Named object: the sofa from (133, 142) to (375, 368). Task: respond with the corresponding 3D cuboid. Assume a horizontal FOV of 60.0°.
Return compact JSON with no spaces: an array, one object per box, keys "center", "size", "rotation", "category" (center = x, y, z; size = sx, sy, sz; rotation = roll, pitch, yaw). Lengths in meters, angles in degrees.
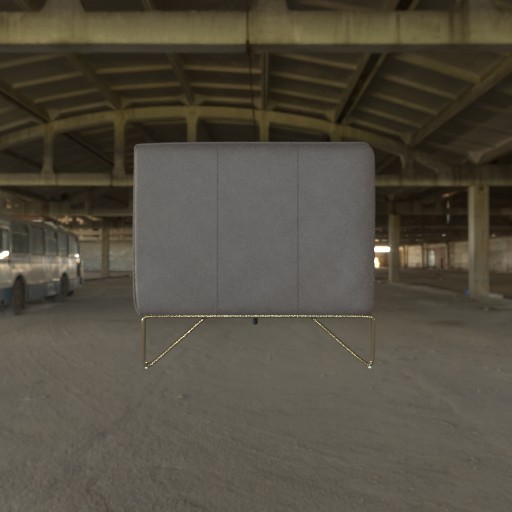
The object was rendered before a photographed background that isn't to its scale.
[{"center":[0.000,0.000,2.552],"size":[0.867,0.789,2.087],"rotation":[0,0,0],"category":"sofa"}]
